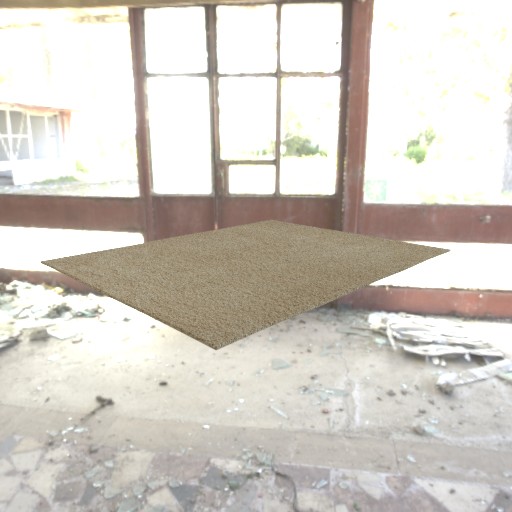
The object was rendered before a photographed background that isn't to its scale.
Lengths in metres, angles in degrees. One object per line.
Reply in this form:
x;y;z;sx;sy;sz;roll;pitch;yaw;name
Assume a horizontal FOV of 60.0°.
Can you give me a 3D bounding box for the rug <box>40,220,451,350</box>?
0.000;0.000;4.123;2.400;0.025;3.000;14;20;43;rug
